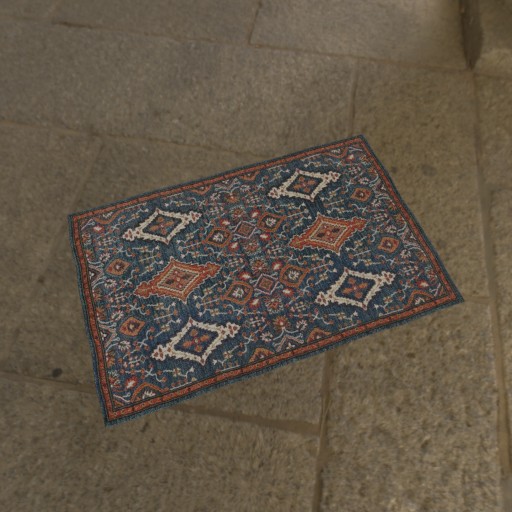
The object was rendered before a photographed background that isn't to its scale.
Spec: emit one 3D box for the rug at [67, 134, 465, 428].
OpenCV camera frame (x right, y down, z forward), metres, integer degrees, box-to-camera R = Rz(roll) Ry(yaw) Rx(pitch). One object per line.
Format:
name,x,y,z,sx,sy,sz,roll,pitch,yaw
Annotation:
rug,0.000,0.000,4.311,3.371,0.008,2.190,-17,63,-9
